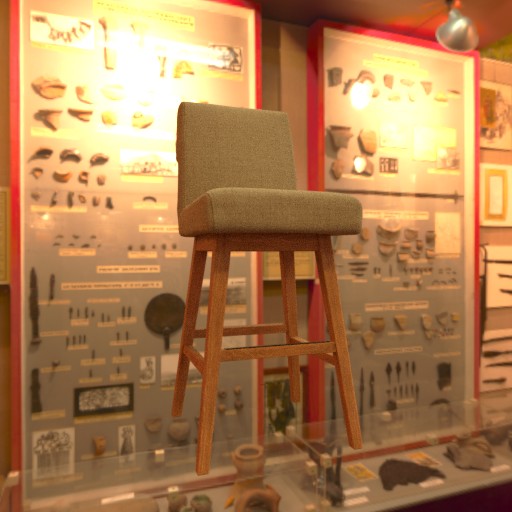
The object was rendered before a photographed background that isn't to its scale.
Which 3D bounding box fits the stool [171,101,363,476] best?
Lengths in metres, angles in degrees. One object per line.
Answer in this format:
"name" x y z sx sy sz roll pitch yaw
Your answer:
"stool" 0.000 0.000 1.424 0.483 1.106 0.569 0 0 -19
